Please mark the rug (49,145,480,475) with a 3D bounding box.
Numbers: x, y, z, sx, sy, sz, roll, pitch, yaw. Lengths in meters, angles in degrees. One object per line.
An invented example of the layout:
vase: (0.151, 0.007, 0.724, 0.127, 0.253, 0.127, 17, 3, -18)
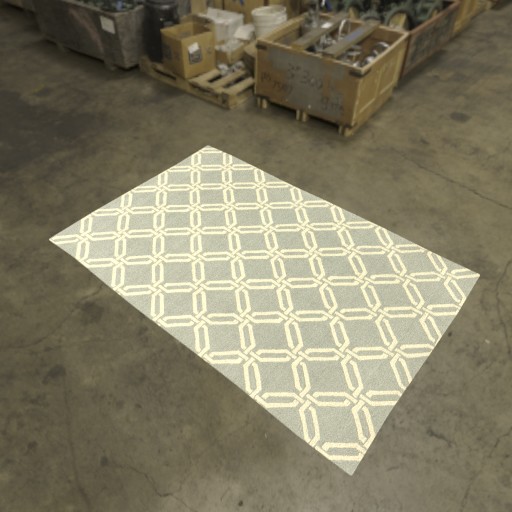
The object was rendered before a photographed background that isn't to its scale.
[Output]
rug: (0.000, 0.000, 2.125, 1.754, 0.010, 1.148, 31, 53, 27)
